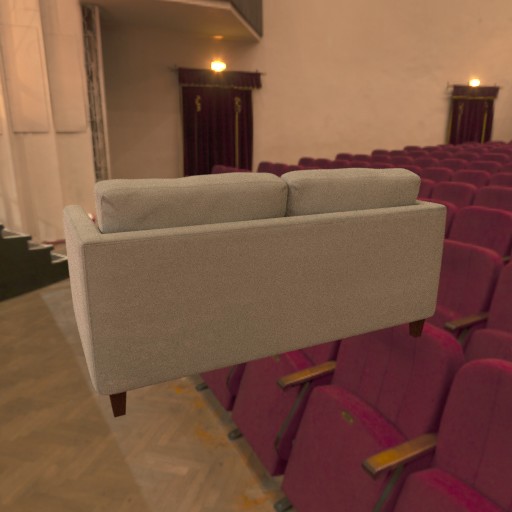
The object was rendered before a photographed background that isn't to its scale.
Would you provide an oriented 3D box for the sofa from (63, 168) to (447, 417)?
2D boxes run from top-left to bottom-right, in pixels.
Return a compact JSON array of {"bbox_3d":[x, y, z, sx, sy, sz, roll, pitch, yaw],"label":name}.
[{"bbox_3d":[0.000,0.000,2.452,1.884,0.963,0.950,-8,17,-25],"label":"sofa"}]
